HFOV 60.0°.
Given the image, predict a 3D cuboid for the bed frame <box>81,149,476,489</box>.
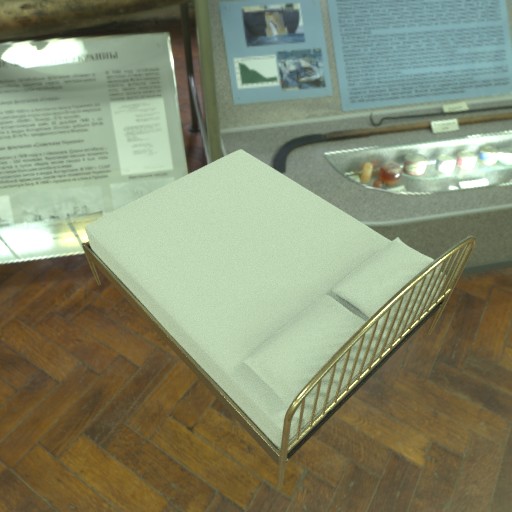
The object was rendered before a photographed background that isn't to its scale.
[{"bbox_3d":[0.000,0.000,3.081,1.612,1.175,2.152,-33,55,-28],"label":"bed frame"}]
